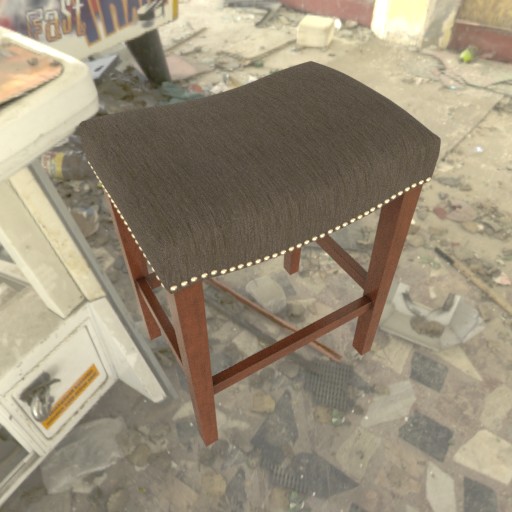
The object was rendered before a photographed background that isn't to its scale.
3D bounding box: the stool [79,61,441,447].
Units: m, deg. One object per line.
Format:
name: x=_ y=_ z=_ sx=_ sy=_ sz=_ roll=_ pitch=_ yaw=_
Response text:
stool: x=0.000 y=0.000 z=0.948 sx=0.504 sy=0.654 sz=0.372 roll=-24 pitch=50 yaw=-21
